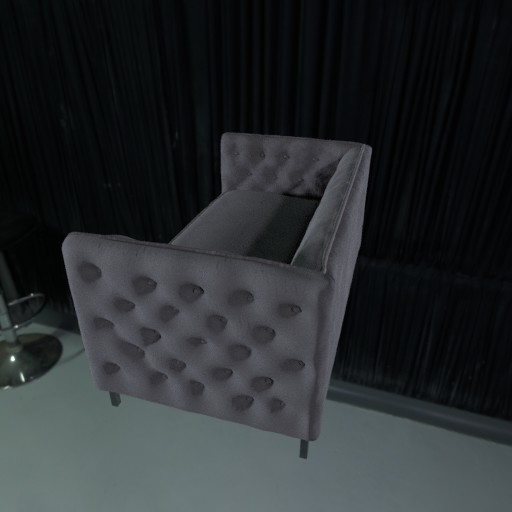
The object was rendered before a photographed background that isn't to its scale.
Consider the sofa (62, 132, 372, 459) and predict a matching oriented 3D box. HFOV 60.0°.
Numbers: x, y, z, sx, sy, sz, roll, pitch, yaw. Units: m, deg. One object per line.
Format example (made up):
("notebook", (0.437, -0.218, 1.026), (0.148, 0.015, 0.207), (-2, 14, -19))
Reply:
("sofa", (0.000, 0.000, 2.132), (0.909, 0.810, 1.583), (8, 30, 15))
